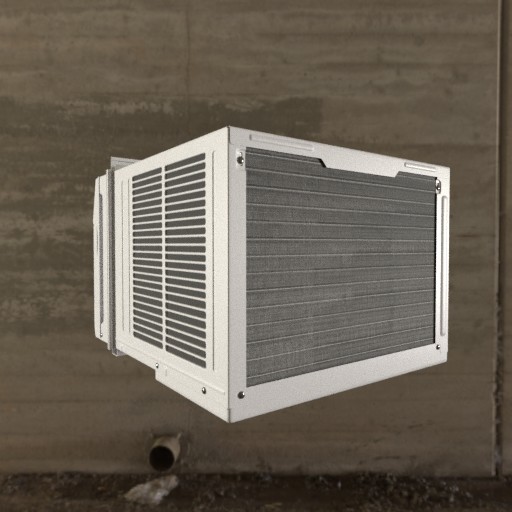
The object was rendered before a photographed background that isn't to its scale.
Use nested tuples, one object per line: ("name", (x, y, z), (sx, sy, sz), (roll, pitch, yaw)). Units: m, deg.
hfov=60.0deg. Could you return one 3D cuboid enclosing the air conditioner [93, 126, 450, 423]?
("air conditioner", (0.000, 0.000, 0.889), (0.503, 0.388, 0.546), (-1, 2, -36))
